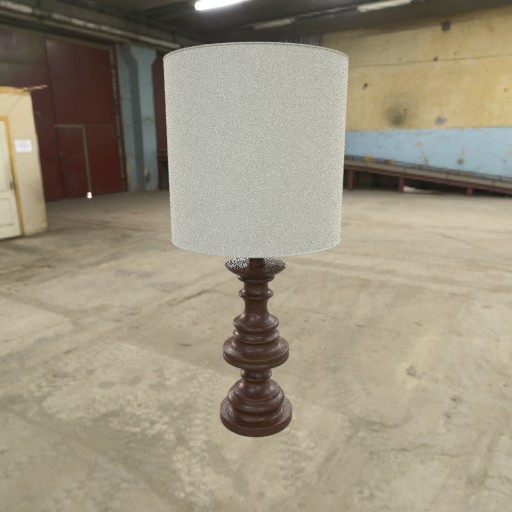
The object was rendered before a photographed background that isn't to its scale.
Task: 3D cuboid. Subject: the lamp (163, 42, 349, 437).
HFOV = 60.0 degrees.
[{"bbox_3d":[0.000,0.000,0.562,0.208,0.455,0.208,-8,16,-28],"label":"lamp"}]
